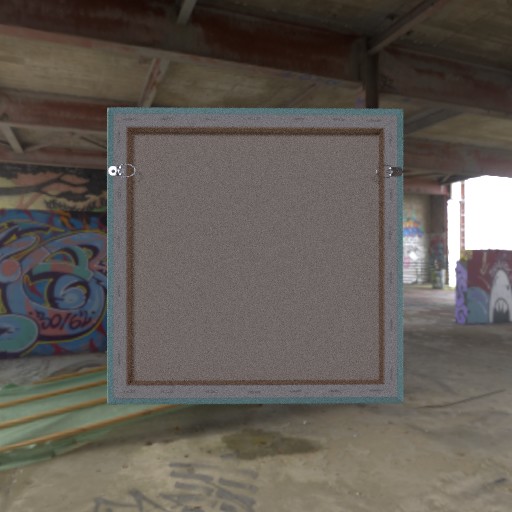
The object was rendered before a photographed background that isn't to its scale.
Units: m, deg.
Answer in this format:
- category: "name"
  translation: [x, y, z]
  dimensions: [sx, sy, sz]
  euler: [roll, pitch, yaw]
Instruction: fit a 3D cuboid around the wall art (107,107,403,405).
- category: "wall art"
  translation: [0.000, 0.000, 1.627]
  dimensions: [1.071, 1.073, 0.070]
  euler: [0, 0, -1]
